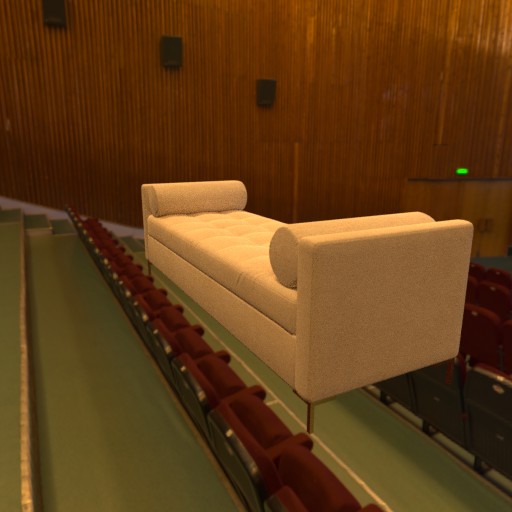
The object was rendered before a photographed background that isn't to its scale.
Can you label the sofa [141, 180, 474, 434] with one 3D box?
[{"bbox_3d":[0.000,0.000,2.303,0.686,0.635,1.981,-7,16,-27],"label":"sofa"}]
